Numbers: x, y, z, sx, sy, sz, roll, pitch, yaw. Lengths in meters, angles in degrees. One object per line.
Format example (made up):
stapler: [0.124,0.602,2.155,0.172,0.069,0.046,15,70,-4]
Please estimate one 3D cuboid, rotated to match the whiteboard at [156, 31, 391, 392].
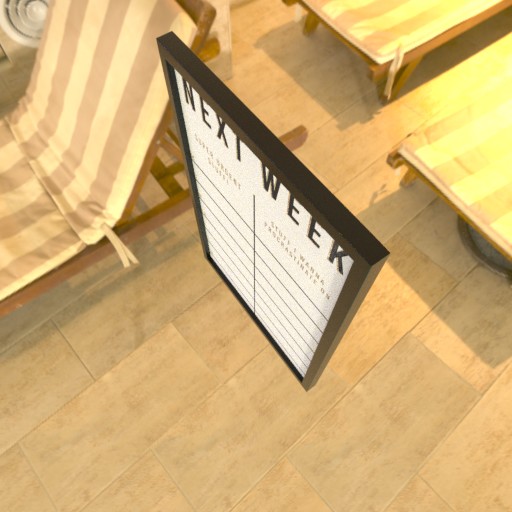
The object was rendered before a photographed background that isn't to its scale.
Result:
whiteboard: [0.000,0.000,0.767,0.026,0.611,0.406,-33,67,-16]
